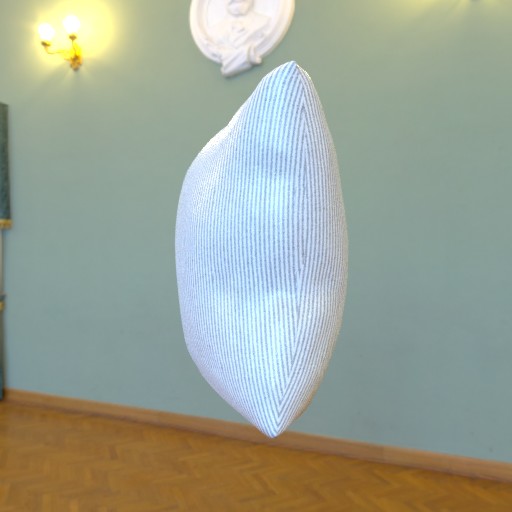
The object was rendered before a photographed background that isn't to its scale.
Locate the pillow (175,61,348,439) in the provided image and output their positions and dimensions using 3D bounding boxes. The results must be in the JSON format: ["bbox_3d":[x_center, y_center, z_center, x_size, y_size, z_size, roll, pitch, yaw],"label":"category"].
[{"bbox_3d":[0.000,0.000,0.697,0.310,0.432,0.387,0,1,19],"label":"pillow"}]
